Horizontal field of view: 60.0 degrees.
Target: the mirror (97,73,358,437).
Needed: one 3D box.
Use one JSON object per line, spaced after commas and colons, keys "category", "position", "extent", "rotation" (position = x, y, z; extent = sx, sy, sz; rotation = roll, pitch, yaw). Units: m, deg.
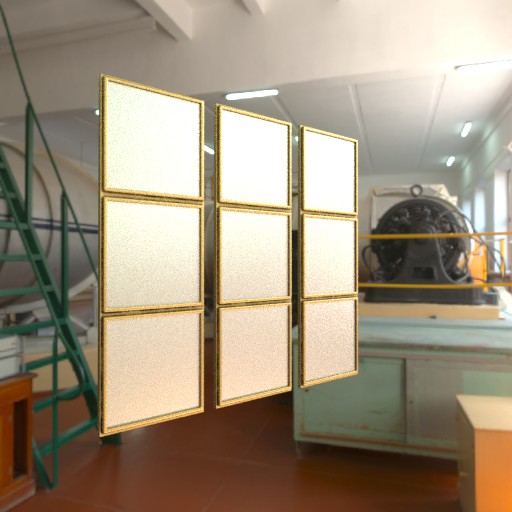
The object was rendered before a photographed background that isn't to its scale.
{"category": "mirror", "position": [0.000, 0.000, 1.440], "extent": [1.011, 0.926, 0.023], "rotation": [0, -1, -38]}
